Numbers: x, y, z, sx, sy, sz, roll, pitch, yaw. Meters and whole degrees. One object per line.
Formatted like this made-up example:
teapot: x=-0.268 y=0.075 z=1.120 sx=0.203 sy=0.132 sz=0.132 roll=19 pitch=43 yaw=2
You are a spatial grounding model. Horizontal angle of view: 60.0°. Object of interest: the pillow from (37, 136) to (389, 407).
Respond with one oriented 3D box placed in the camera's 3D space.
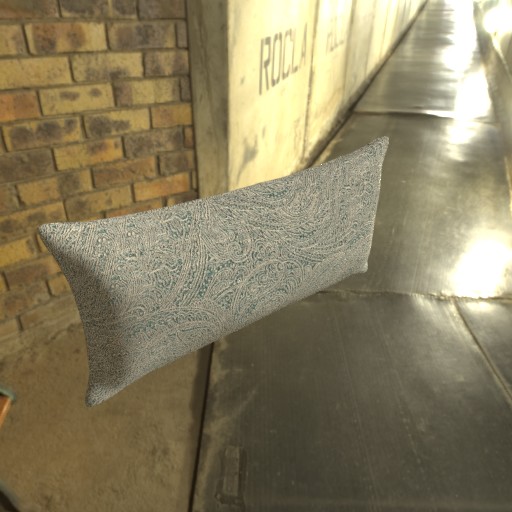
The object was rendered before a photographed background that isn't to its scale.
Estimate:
pillow: x=0.000 y=0.000 z=0.729 sx=0.615 sy=0.295 sz=0.151 roll=-21 pitch=36 yaw=-32
